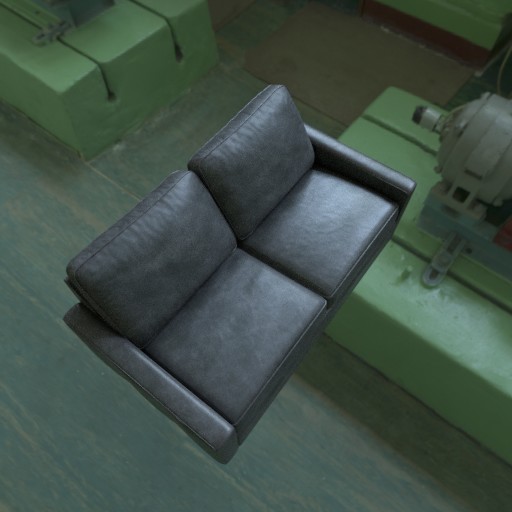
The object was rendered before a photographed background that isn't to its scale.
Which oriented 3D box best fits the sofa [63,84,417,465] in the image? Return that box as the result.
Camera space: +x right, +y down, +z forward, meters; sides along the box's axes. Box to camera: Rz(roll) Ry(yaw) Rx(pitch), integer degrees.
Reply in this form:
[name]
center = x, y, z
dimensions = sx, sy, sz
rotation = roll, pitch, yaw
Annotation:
[sofa]
center = 0.000, 0.000, 2.310
dimensions = 0.939, 0.916, 1.732
rotation = 33, 65, 18
